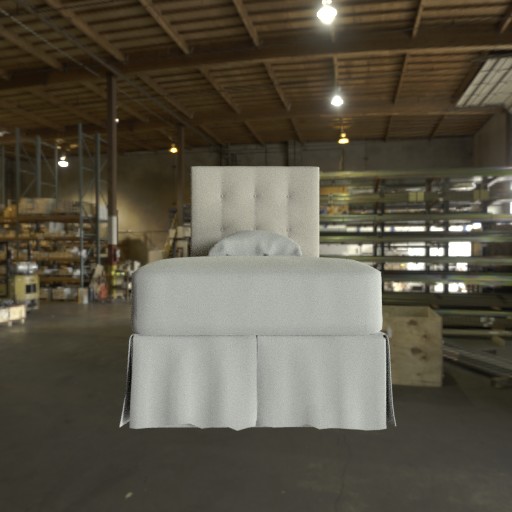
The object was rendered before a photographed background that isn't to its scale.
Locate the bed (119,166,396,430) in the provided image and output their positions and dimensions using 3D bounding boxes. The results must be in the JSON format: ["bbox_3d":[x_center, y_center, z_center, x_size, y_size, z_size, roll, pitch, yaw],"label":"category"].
[{"bbox_3d":[0.000,0.000,2.969,1.261,1.571,1.997,0,0,-1],"label":"bed"}]
